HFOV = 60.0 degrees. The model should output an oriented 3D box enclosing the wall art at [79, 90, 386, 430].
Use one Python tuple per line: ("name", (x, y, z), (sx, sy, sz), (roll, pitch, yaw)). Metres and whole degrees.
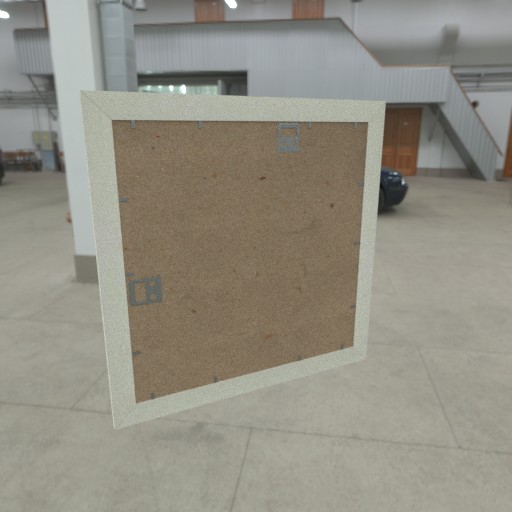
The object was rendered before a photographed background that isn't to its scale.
("wall art", (0.000, 0.000, 0.865), (0.584, 0.584, 0.013), (-8, 18, -25))
